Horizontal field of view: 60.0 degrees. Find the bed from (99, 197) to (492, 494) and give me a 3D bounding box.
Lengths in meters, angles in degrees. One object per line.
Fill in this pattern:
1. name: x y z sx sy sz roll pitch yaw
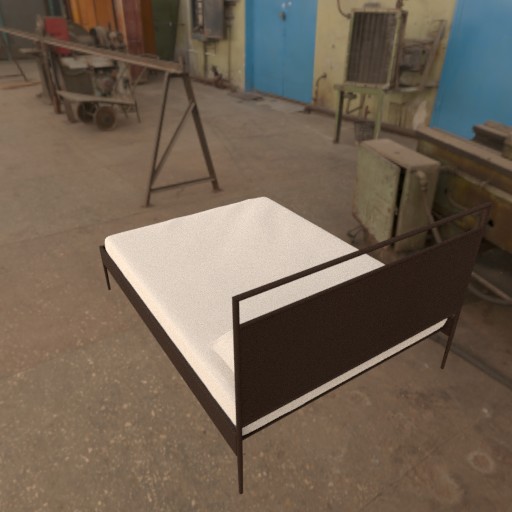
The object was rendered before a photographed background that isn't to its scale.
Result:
1. bed: 0.000 0.000 3.006 1.572 1.173 2.122 -18 35 -28
